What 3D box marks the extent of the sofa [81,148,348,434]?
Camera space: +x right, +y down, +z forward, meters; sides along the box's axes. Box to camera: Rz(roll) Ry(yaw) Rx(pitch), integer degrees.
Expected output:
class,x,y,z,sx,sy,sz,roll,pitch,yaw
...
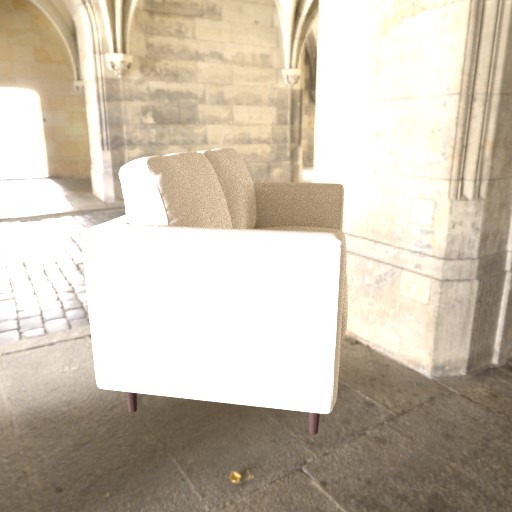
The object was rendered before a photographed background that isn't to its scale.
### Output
class,x,y,z,sx,sy,sz,roll,pitch,yaw
sofa,0.000,0.000,1.963,0.796,0.908,1.430,3,16,10
